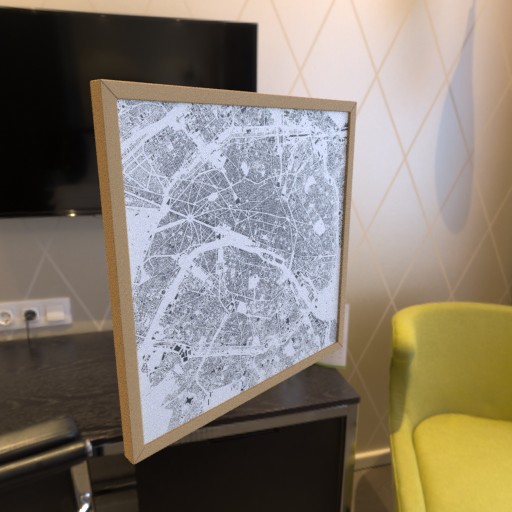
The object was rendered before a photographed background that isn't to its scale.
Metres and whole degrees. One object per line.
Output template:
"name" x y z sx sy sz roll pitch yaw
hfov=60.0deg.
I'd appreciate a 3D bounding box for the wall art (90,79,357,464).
"wall art" 0.000 0.000 1.104 0.761 0.761 0.037 -15 21 -43
